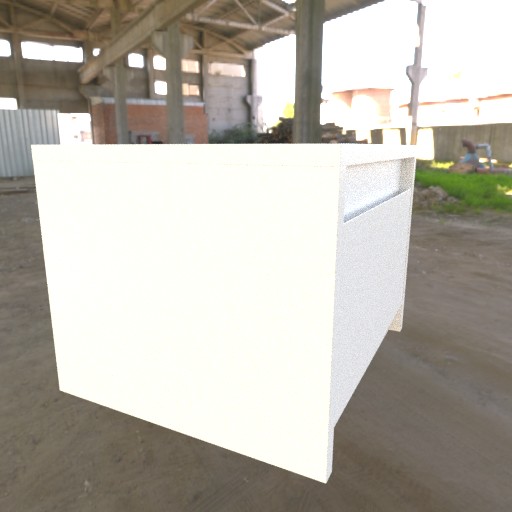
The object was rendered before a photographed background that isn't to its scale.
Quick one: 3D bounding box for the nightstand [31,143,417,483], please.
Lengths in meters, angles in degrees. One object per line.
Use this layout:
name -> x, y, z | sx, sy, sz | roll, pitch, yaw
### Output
nightstand -> 0.000, 0.000, 0.723 | 0.408, 0.351, 0.470 | 7, 15, 26
